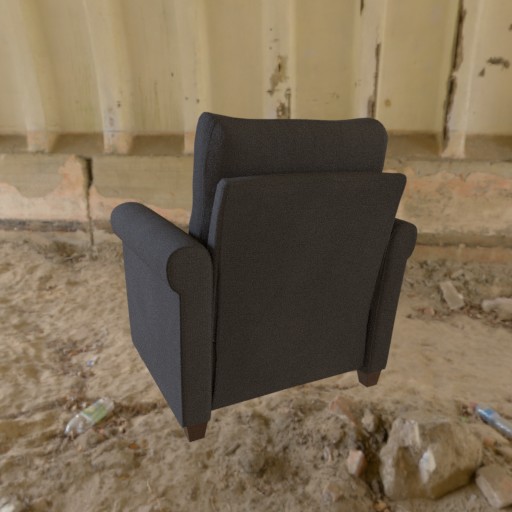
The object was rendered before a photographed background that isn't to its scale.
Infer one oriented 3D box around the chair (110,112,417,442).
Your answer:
[{"bbox_3d":[0.000,0.000,1.602,0.867,0.942,0.828,-7,15,-27],"label":"chair"}]
